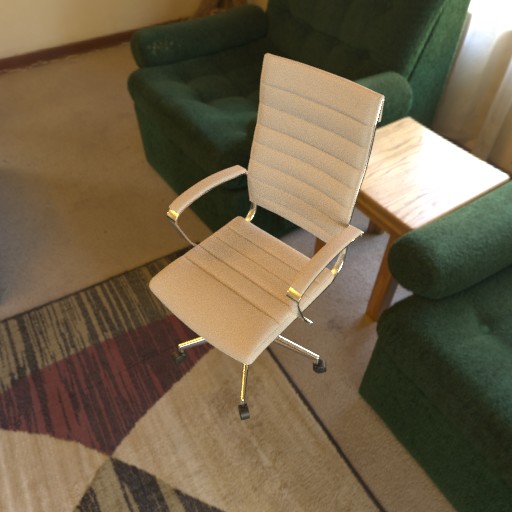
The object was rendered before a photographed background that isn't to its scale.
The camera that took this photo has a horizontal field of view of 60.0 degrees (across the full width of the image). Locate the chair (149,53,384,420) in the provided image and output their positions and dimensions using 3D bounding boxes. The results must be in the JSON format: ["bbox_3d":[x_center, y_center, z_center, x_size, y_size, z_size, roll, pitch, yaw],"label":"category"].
[{"bbox_3d":[0.000,0.000,1.615,0.679,1.149,0.667,33,55,26],"label":"chair"}]
